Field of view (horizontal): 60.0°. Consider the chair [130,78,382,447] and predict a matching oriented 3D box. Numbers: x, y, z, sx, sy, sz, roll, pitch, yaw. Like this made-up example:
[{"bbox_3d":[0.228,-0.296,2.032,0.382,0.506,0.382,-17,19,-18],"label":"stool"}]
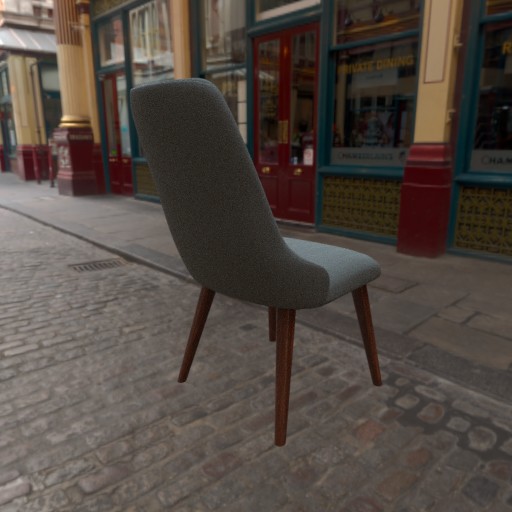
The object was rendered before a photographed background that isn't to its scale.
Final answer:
[{"bbox_3d":[0.000,0.000,1.341,0.707,0.918,0.535,-12,18,-42],"label":"chair"}]
